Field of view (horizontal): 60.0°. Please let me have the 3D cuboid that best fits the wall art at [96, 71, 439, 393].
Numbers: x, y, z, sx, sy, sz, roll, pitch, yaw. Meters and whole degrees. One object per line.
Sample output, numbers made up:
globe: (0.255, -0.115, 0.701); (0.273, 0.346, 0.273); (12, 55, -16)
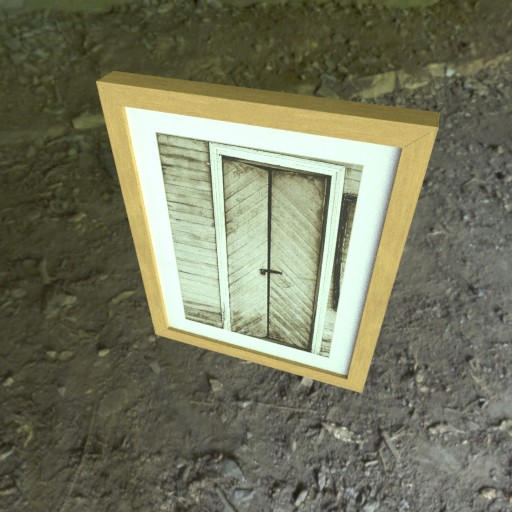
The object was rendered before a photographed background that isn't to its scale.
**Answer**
wall art: (0.000, 0.000, 0.520); (0.312, 0.380, 0.030); (13, 43, 14)
